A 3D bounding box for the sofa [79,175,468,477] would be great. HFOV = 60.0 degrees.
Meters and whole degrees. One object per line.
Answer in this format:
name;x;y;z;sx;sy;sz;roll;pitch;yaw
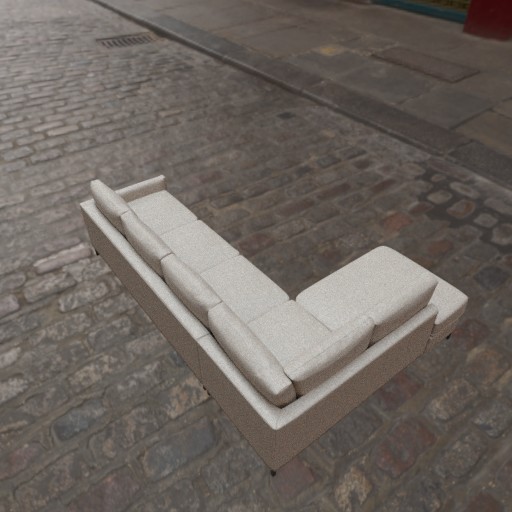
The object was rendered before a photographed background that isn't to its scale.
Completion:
sofa;0.000;0.000;3.191;1.617;0.703;2.423;-27;47;-28
